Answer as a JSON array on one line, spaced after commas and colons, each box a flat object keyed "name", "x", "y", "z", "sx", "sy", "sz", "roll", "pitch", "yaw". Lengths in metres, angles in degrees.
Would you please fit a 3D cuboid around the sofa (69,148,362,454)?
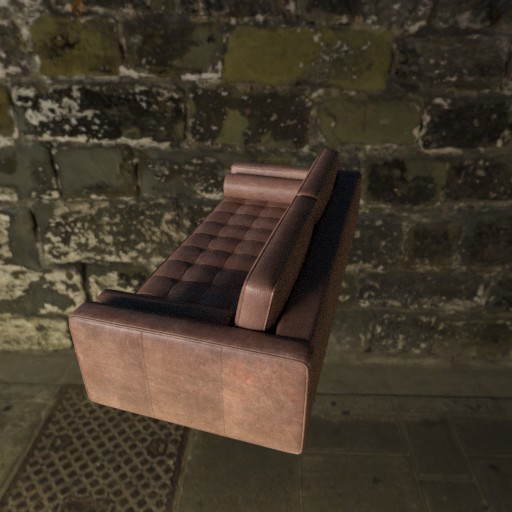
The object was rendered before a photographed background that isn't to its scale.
[{"name": "sofa", "x": 0.000, "y": 0.000, "z": 2.328, "sx": 0.910, "sy": 0.760, "sz": 1.870, "roll": 8, "pitch": 31, "yaw": 14}]
